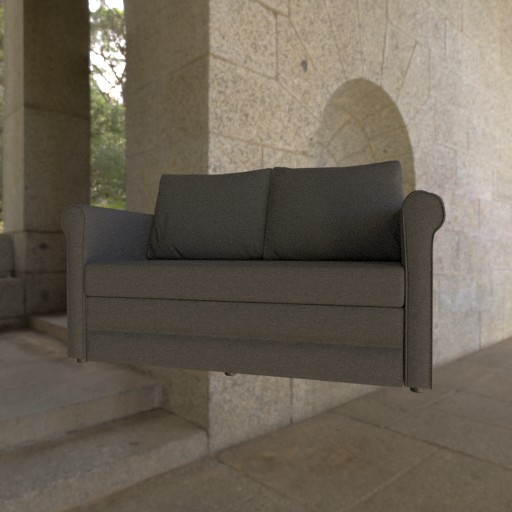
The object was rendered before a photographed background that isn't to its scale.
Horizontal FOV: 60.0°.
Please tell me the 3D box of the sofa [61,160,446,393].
[{"bbox_3d":[0.000,0.000,1.940,1.460,0.872,0.741,0,1,17],"label":"sofa"}]
